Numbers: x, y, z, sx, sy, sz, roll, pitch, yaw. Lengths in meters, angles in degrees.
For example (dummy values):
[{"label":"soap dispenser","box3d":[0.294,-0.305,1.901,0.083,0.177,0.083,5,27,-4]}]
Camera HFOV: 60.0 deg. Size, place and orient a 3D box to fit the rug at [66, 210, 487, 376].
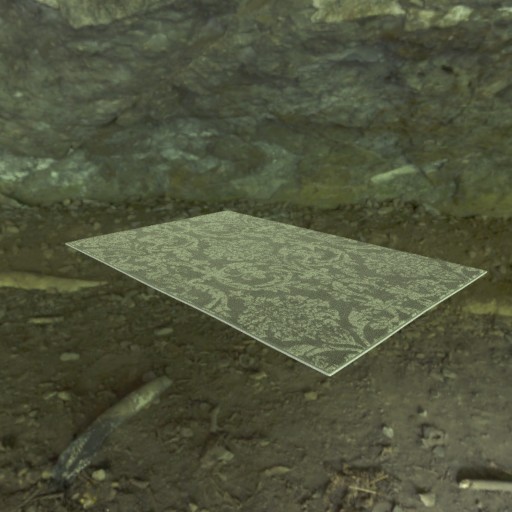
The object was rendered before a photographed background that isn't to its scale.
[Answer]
[{"label":"rug","box3d":[0.000,0.000,2.266,1.206,0.012,1.824,-17,25,-42]}]
